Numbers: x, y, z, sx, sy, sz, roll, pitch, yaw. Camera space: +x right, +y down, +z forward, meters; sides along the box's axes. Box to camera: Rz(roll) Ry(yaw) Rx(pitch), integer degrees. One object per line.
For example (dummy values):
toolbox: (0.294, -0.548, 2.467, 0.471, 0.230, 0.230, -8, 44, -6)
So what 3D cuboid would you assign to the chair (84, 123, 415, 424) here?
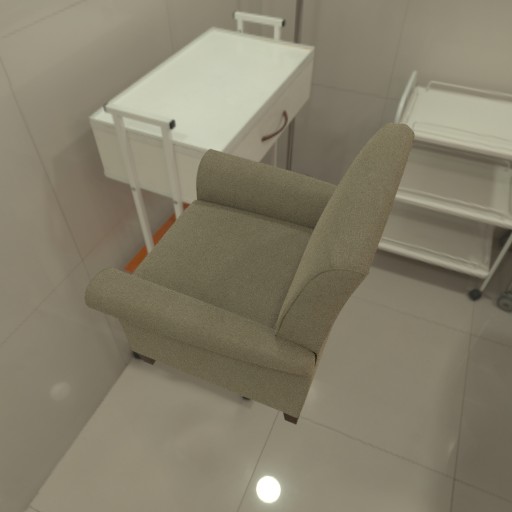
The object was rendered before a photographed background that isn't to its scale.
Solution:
chair: (0.000, 0.000, 1.761, 0.905, 1.061, 0.978, 17, 49, 16)
